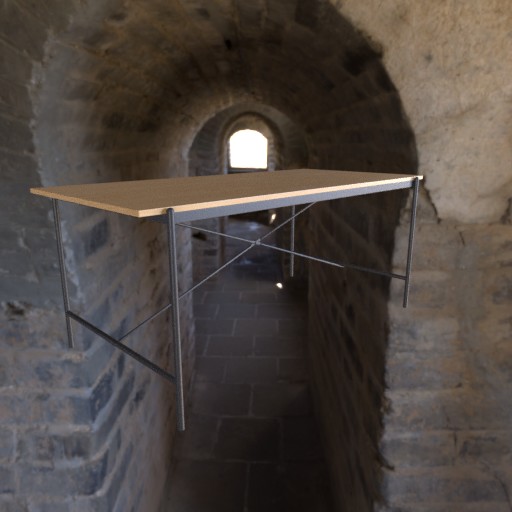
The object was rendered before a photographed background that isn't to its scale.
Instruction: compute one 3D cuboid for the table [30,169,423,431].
[{"bbox_3d":[0.000,0.000,2.261,0.900,0.758,1.800,14,20,43],"label":"table"}]
